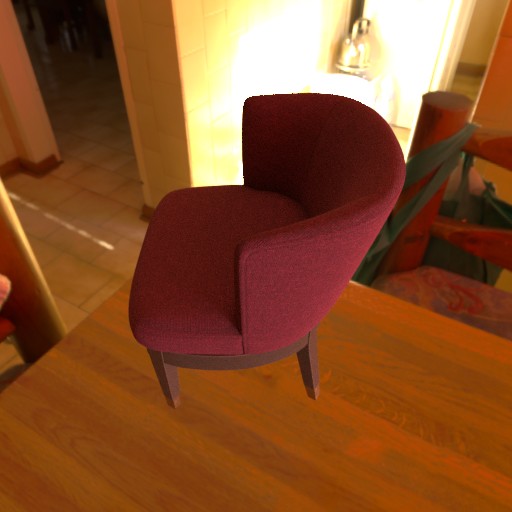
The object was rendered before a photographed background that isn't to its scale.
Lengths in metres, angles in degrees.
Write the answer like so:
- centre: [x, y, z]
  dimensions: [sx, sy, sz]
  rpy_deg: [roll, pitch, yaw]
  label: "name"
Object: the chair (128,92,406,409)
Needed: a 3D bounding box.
- centre: [0.000, 0.000, 1.281]
  dimensions: [0.660, 0.760, 0.700]
  rpy_deg: [0, 41, 0]
  label: "chair"
